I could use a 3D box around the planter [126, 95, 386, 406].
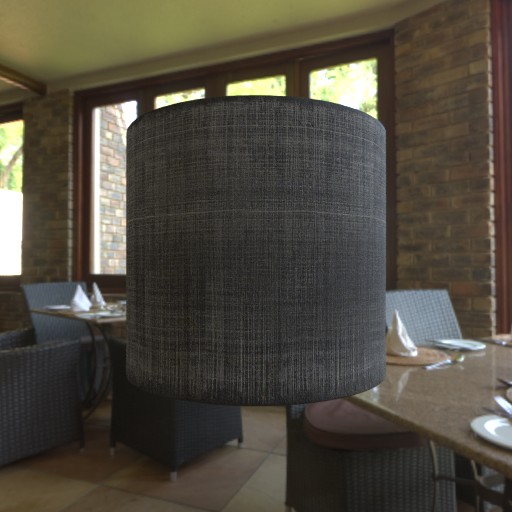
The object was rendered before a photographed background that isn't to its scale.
[{"bbox_3d":[0.000,0.000,0.391,0.221,0.201,0.221,0,-2,0],"label":"planter"}]
